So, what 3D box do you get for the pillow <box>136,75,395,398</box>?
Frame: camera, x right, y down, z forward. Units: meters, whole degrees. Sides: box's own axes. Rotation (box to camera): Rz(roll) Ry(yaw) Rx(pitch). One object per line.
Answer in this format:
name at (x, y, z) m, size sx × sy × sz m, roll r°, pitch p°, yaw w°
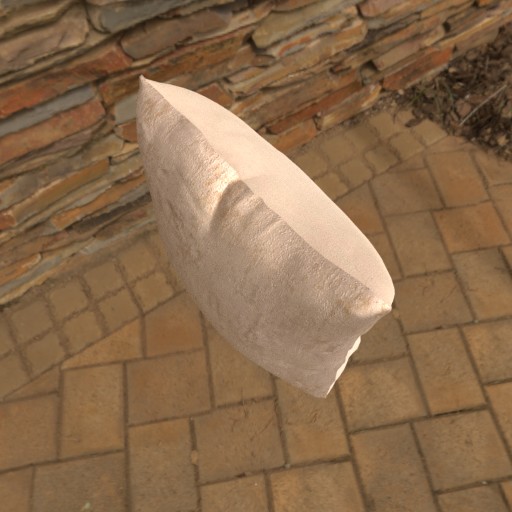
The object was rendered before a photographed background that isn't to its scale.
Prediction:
pillow at (0.000, 0.000, 0.714) m, size 0.245 × 0.448 × 0.450 m, roll -35°, pitch 68°, yaw -17°
